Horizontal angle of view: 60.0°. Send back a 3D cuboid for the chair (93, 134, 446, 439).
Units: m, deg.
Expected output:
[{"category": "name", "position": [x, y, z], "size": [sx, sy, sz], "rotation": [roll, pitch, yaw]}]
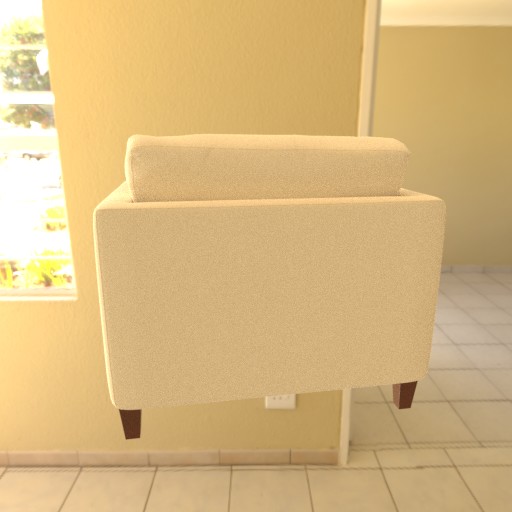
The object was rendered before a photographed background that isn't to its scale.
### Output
[{"category": "chair", "position": [0.000, 0.000, 1.671], "size": [1.019, 0.885, 0.878], "rotation": [-3, 15, -10]}]
